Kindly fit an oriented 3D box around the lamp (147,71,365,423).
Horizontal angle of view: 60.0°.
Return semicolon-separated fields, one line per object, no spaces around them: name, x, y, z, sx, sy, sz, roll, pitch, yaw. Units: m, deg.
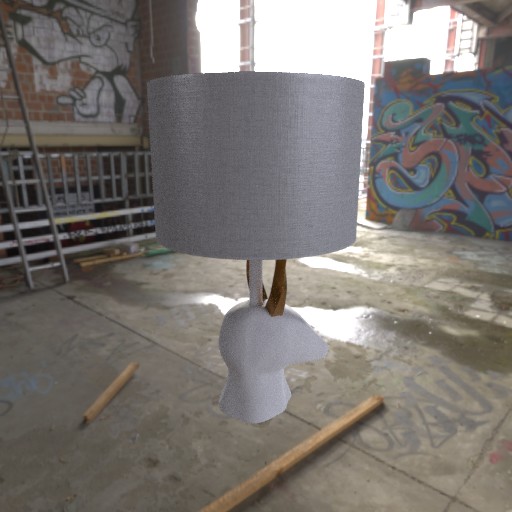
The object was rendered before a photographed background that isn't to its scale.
lamp;0.000;0.000;0.685;0.298;0.503;0.298;-7;17;-26
